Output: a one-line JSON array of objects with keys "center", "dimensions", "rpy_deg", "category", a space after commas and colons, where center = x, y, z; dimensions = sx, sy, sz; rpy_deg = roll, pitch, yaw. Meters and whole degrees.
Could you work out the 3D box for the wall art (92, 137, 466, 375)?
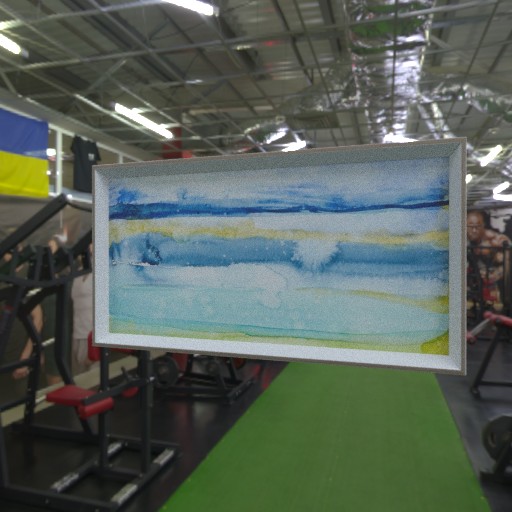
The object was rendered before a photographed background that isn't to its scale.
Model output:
[{"center": [0.000, 0.000, 0.946], "dimensions": [0.812, 0.431, 0.038], "rpy_deg": [0, 0, 19], "category": "wall art"}]
